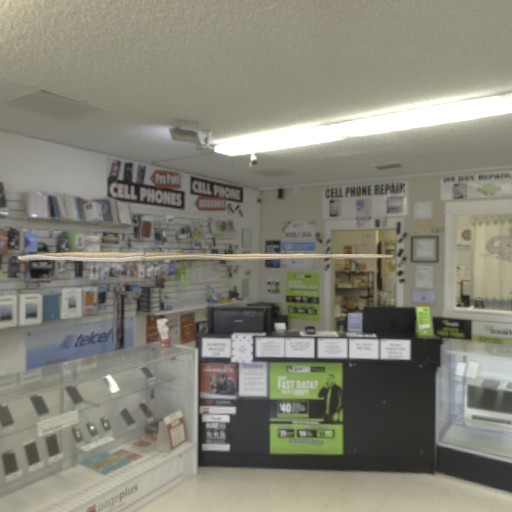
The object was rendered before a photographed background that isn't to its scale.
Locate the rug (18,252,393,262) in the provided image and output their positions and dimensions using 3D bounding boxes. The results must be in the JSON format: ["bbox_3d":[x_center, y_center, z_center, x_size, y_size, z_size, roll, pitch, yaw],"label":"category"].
[{"bbox_3d":[0.000,0.000,2.632,0.831,0.036,2.381,0,0,36],"label":"rug"}]
